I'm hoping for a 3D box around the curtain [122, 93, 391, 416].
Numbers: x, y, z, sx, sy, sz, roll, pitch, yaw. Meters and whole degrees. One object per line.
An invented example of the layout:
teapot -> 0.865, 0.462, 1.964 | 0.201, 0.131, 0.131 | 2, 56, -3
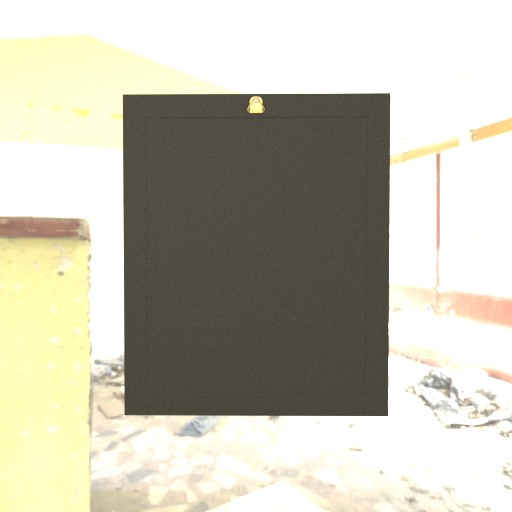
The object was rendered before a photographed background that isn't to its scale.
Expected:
curtain -> 0.000, 0.000, 0.809 | 0.483, 0.585, 0.027 | 0, 1, 1
